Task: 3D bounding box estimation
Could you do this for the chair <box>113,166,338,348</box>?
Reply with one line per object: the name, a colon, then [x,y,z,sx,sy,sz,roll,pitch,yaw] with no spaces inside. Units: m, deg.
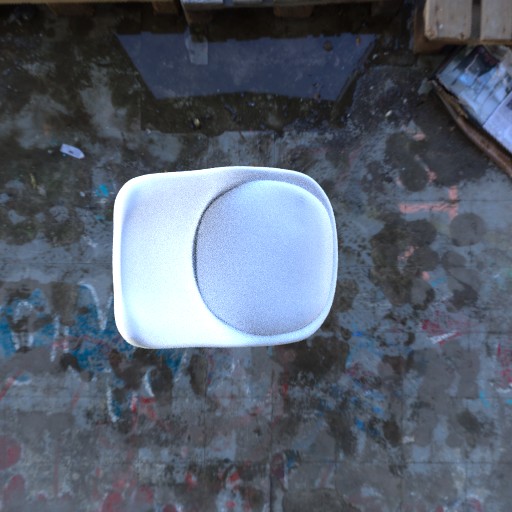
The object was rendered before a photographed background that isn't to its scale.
chair: [0.000,0.000,1.280,0.550,0.930,0.550,0,91,-1]
